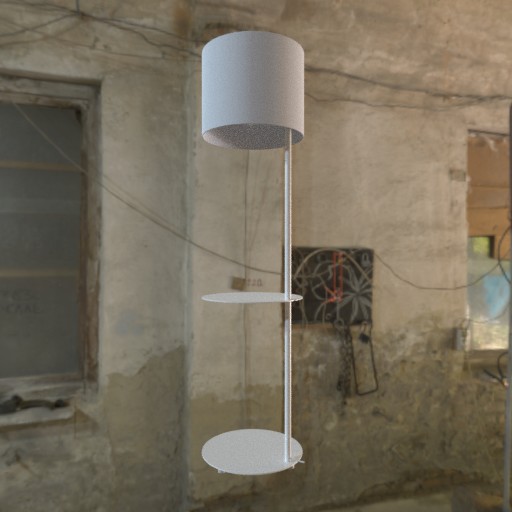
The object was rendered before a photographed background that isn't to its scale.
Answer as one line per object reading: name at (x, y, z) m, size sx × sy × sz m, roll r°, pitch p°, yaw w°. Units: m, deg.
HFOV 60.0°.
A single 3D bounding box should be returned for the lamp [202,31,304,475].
lamp at (0.000, 0.000, 1.622) m, size 0.405 × 1.465 × 0.372 m, roll 0°, pitch 1°, yaw 37°
